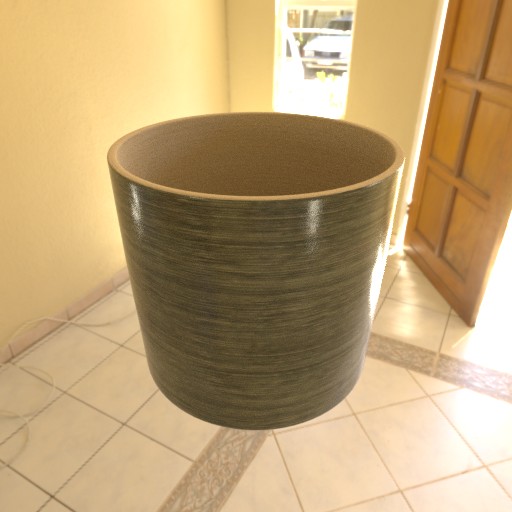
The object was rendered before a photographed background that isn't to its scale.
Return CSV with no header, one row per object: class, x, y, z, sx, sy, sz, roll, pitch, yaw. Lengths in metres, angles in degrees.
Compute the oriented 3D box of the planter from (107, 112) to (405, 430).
planter,0.000,0.000,0.393,0.221,0.201,0.221,0,30,0
